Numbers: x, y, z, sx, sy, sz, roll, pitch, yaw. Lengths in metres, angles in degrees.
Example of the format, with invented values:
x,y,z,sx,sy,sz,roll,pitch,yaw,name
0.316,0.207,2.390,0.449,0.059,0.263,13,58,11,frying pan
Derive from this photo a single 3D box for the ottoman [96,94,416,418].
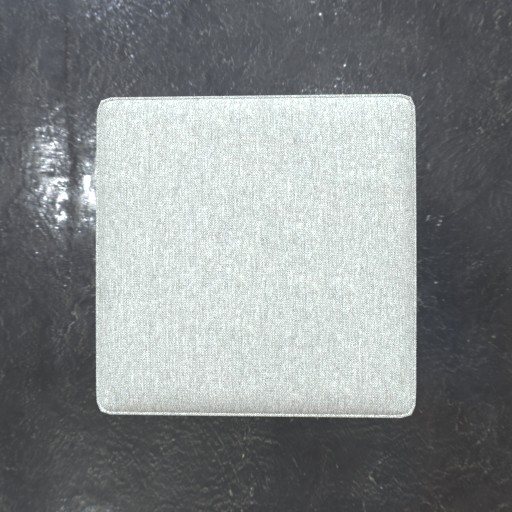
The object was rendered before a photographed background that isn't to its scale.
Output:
x,y,z,sx,sy,sz,roll,pitch,yaw,name
0.000,0.000,1.556,1.005,0.455,1.005,0,90,2,ottoman
